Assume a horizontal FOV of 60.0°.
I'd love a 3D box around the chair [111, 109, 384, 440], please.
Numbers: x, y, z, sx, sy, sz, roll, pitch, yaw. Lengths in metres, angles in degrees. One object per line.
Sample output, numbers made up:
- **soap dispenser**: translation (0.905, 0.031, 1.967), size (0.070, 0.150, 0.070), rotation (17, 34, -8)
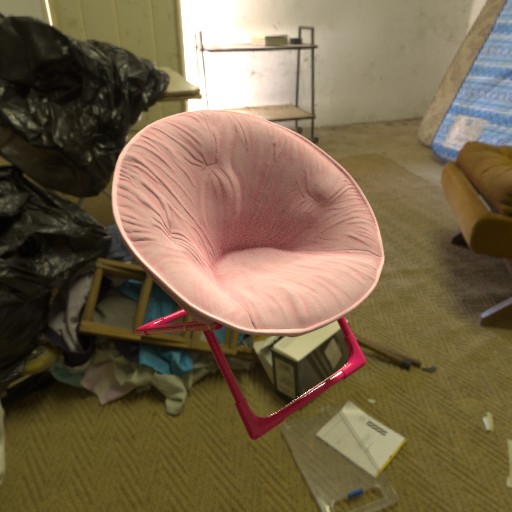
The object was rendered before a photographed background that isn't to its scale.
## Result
- **chair**: translation (0.000, 0.000, 0.887), size (0.522, 0.494, 0.459), rotation (-21, 36, -33)
